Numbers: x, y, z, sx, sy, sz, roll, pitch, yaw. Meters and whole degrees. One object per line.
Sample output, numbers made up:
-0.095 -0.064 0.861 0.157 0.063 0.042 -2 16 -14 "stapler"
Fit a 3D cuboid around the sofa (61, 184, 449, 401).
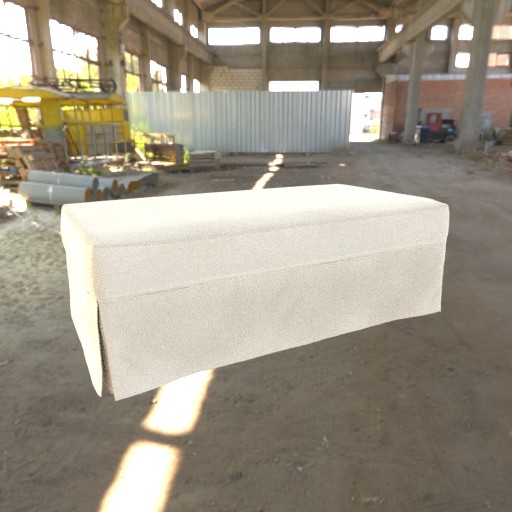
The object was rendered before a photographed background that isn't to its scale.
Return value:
0.000 0.000 2.151 1.677 0.552 0.939 -9 18 -27 "sofa"
